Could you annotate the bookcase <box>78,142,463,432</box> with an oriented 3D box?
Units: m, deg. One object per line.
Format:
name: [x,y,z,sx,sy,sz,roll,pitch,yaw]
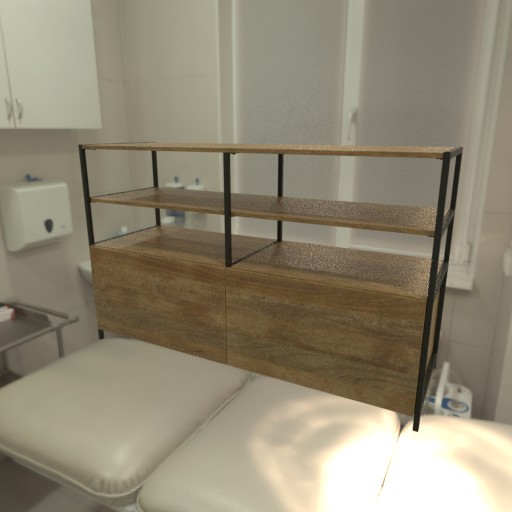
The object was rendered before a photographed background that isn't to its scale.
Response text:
bookcase: [0.000,0.000,1.471,1.149,0.712,0.391,8,18,27]
